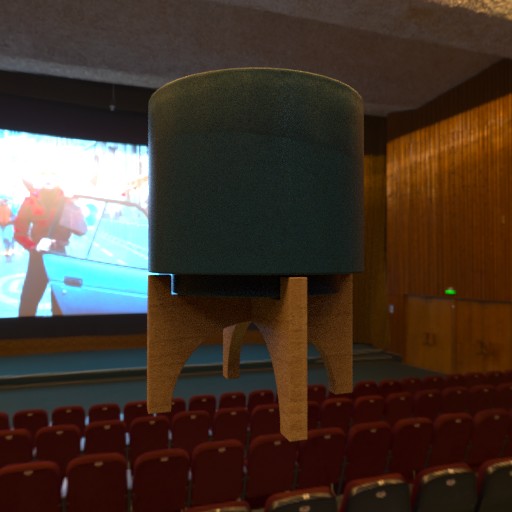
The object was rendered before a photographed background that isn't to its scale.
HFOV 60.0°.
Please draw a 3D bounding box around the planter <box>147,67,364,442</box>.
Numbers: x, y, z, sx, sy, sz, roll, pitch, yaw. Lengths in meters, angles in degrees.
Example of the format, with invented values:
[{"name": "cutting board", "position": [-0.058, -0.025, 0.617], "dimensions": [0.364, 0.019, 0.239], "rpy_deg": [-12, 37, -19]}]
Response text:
[{"name": "planter", "position": [0.000, 0.000, 0.405], "dimensions": [0.192, 0.263, 0.192], "rpy_deg": [0, -1, 0]}]
